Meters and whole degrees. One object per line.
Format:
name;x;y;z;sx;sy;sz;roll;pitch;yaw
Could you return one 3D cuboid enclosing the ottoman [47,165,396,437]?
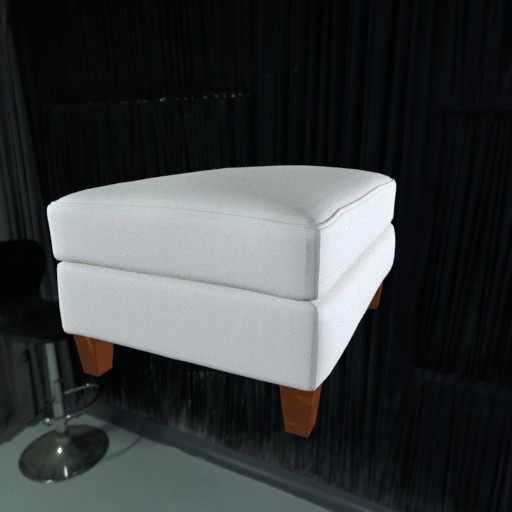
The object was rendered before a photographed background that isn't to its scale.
ottoman;0.000;0.000;1.205;0.634;0.479;0.818;7;17;24
